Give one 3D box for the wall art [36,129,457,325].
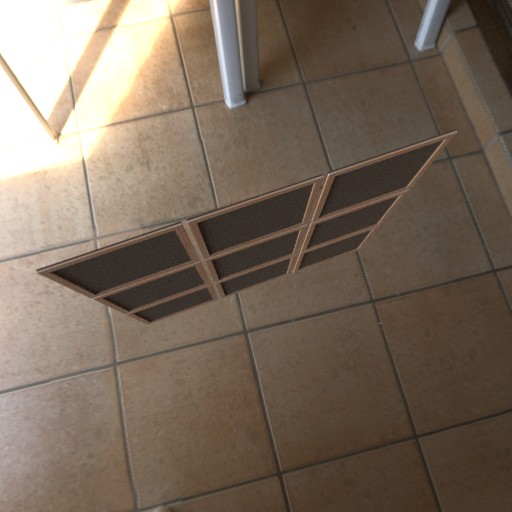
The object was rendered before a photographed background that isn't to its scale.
[{"bbox_3d":[0.000,0.000,2.246,1.520,1.525,0.013,-19,76,-5],"label":"wall art"}]
